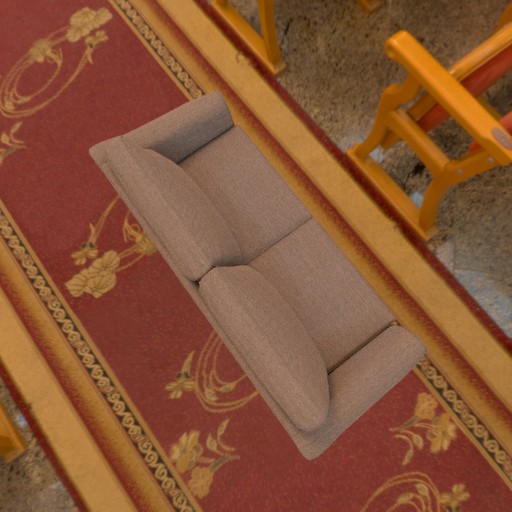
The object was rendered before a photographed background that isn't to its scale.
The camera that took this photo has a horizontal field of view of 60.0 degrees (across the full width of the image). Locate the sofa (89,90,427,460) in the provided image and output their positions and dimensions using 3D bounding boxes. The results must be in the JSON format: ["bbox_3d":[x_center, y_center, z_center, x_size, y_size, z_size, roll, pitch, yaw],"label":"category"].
[{"bbox_3d":[0.000,0.000,2.886,0.980,0.965,2.270,-36,79,-8],"label":"sofa"}]
